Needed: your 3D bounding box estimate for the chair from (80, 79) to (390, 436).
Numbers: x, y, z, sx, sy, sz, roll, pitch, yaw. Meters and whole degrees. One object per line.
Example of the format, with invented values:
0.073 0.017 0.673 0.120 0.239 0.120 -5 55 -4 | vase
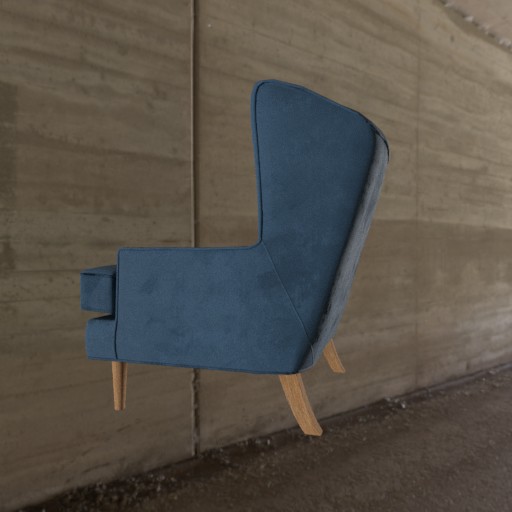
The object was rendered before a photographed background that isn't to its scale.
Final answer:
0.000 0.000 1.582 0.910 0.952 0.793 0 1 17 | chair
